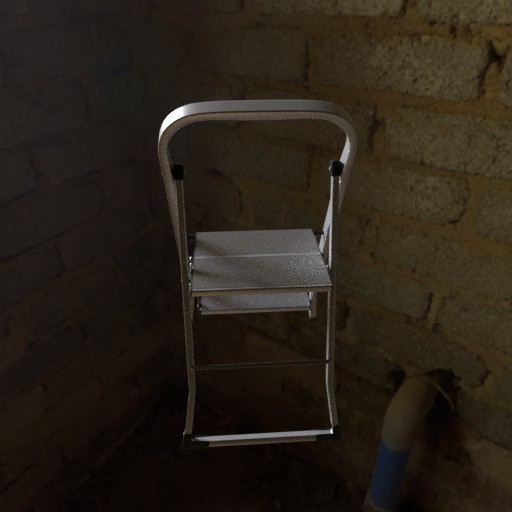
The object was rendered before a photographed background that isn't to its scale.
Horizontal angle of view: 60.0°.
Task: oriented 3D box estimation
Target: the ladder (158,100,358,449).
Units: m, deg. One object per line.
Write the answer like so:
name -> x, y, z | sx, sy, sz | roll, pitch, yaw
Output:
ladder -> 0.000, 0.000, 1.154 | 0.465, 0.830, 0.530 | -2, 31, -3
